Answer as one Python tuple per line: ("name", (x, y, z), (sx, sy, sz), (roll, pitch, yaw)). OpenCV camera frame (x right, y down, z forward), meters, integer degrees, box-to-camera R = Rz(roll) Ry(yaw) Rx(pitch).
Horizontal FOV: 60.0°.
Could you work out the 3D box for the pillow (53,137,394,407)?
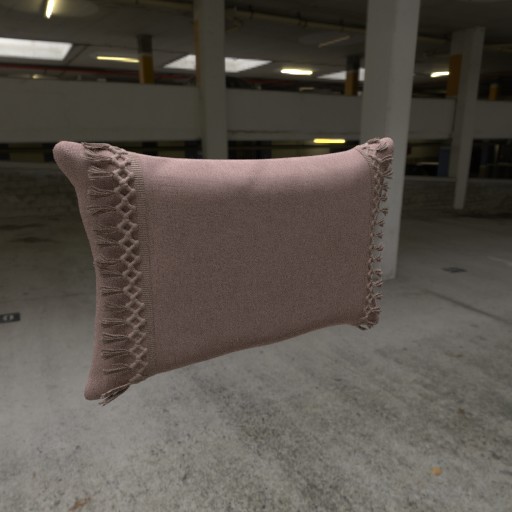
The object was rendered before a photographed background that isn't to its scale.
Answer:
("pillow", (0.000, 0.000, 0.592), (0.466, 0.305, 0.084), (-8, 17, -27))
